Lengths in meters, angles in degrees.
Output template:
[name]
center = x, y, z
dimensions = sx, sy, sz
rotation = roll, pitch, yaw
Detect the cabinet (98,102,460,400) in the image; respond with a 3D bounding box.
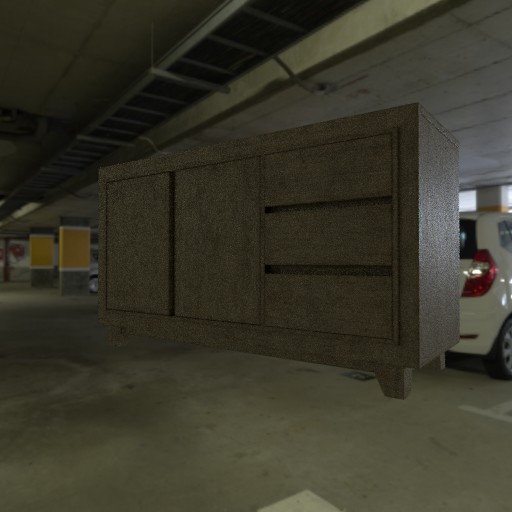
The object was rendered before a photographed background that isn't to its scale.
[cabinet]
center = 0.000, 0.000, 1.834
dimensions = 1.460, 0.825, 0.511
rotation = 0, -1, 36
